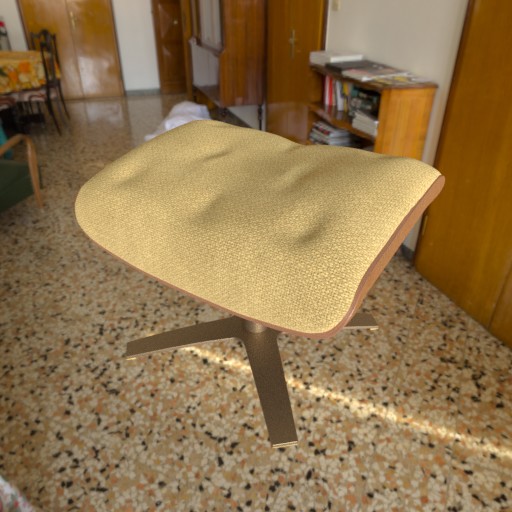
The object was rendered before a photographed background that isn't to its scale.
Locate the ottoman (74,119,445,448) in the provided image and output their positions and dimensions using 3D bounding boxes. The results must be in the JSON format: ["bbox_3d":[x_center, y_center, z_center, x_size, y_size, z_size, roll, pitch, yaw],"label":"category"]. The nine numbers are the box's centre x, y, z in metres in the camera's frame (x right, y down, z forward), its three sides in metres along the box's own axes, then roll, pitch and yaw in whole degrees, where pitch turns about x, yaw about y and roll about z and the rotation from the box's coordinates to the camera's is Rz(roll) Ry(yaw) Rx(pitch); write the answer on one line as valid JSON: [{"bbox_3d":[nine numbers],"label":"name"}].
[{"bbox_3d":[0.000,0.000,0.811,0.520,0.391,0.394,20,36,29],"label":"ottoman"}]
